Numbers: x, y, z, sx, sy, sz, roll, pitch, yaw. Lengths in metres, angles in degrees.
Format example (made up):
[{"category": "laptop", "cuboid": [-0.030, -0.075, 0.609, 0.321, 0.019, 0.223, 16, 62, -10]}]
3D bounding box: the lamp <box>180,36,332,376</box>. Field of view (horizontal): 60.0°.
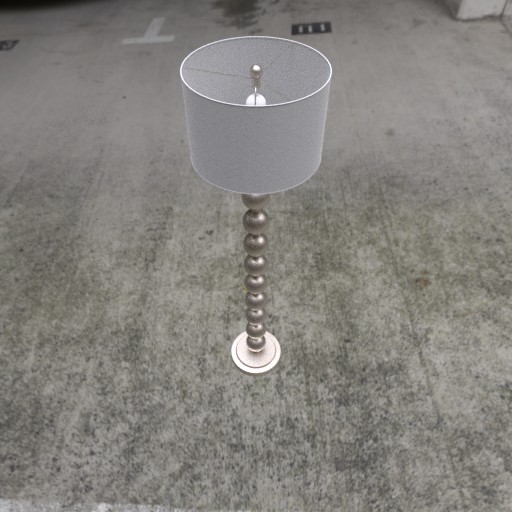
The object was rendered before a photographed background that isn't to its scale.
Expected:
[{"category": "lamp", "cuboid": [0.000, 0.000, 1.692, 0.394, 1.474, 0.394, 2, 48, 2]}]
